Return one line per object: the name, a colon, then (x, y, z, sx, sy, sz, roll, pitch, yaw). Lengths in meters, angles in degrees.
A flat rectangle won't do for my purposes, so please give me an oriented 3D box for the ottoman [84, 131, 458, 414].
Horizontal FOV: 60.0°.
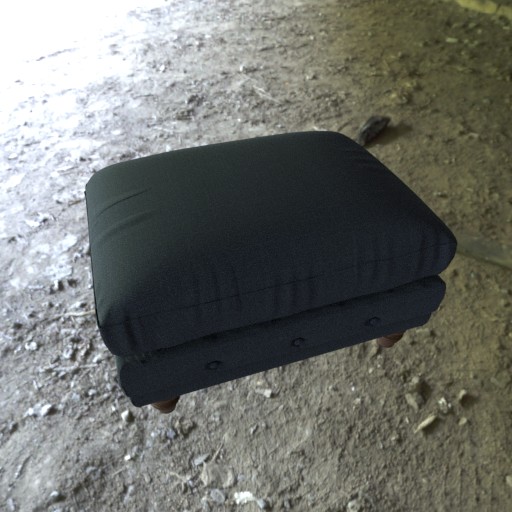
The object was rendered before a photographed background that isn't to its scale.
ottoman: (0.000, 0.000, 1.150, 0.767, 0.486, 0.558, -12, 42, -14)
